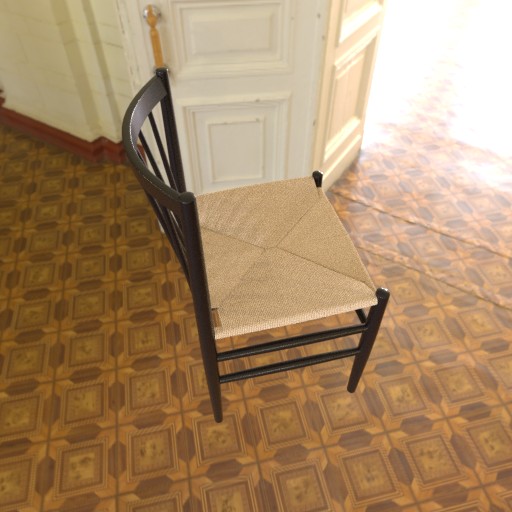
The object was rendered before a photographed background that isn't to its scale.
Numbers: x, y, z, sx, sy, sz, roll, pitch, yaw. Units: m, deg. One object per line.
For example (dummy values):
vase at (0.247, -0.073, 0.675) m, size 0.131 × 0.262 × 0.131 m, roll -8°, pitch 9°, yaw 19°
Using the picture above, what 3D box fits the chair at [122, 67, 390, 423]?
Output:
chair at (0.000, 0.000, 1.153) m, size 0.516 × 0.818 × 0.495 m, roll -10°, pitch 47°, yaw -9°
